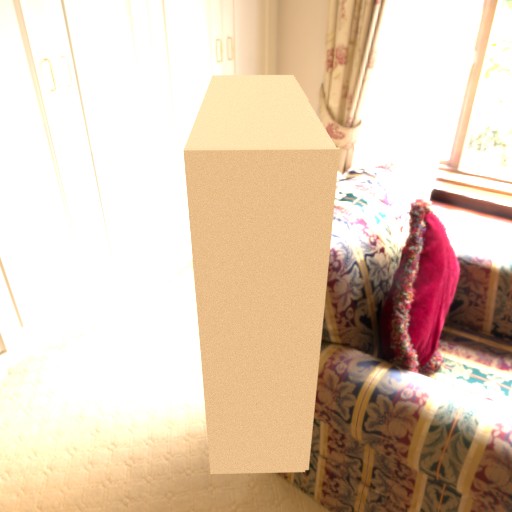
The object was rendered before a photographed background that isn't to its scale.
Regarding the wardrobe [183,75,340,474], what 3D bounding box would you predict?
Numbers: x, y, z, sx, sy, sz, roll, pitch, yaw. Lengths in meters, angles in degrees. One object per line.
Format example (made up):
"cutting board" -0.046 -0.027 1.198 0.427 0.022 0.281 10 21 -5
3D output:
"wardrobe" 0.000 0.000 2.995 0.600 2.020 1.830 -1 31 -1
